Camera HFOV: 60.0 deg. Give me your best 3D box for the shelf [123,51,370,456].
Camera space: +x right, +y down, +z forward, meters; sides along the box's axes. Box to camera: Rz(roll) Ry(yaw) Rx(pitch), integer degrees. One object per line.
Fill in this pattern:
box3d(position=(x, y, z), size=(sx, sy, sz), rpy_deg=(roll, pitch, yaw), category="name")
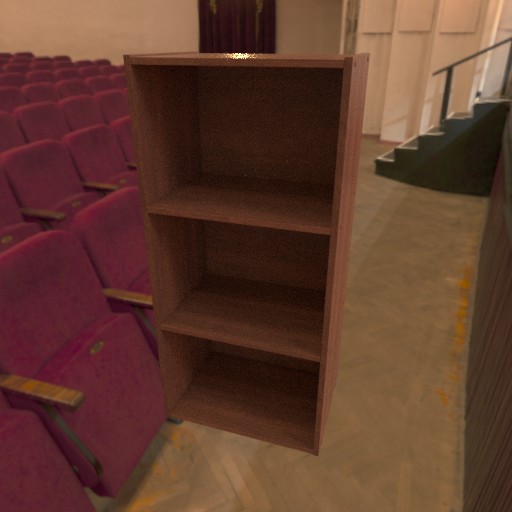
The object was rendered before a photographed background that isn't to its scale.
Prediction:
box3d(position=(0.000, 0.000, 1.058), size=(0.414, 0.879, 0.290), rpy_deg=(8, 27, 16), category="shelf")
